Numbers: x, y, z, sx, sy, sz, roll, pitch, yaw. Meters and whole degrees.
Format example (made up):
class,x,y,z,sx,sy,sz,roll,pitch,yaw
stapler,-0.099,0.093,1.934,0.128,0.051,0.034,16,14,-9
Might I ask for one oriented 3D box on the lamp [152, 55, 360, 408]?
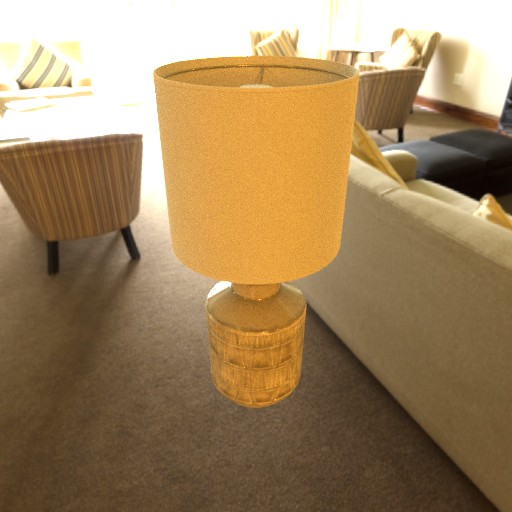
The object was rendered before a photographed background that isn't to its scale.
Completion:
class,x,y,z,sx,sy,sz,roll,pitch,yaw
lamp,0.000,0.000,0.578,0.211,0.455,0.211,10,33,16
